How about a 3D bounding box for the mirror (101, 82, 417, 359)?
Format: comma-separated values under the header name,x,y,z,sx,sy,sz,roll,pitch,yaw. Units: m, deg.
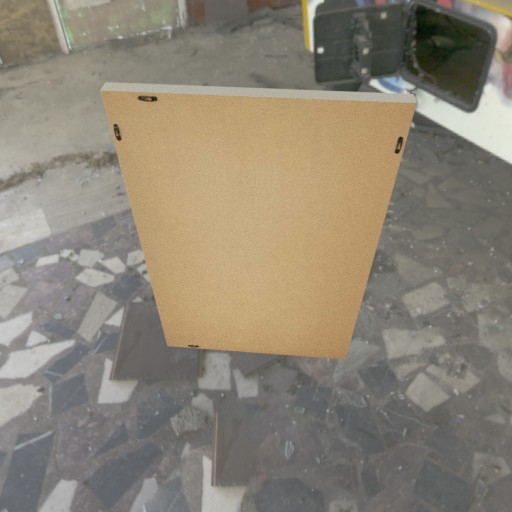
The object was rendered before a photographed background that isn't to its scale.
name,x,y,z,sx,sy,sz,roll,pitch,yaw
mirror,0.000,0.000,1.190,0.609,0.914,0.041,4,46,3
